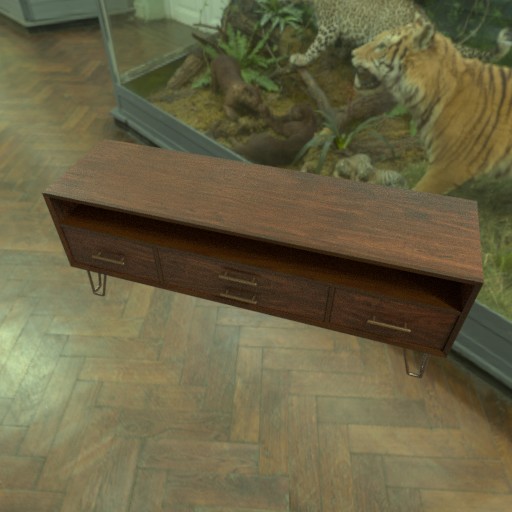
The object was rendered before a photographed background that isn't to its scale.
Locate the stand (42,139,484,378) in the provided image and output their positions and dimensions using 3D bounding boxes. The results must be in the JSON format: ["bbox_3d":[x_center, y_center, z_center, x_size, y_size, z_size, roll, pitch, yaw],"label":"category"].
[{"bbox_3d":[0.000,0.000,1.920,1.626,0.610,0.481,12,44,13],"label":"stand"}]
